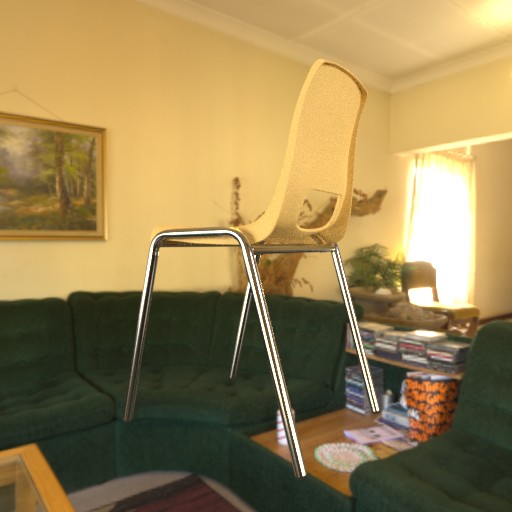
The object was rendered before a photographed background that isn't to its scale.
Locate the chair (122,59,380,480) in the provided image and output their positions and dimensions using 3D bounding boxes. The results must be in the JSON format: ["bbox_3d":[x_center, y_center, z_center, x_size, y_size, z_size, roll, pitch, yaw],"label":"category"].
[{"bbox_3d":[0.000,0.000,0.961,0.436,0.704,0.381,1,2,35],"label":"chair"}]
